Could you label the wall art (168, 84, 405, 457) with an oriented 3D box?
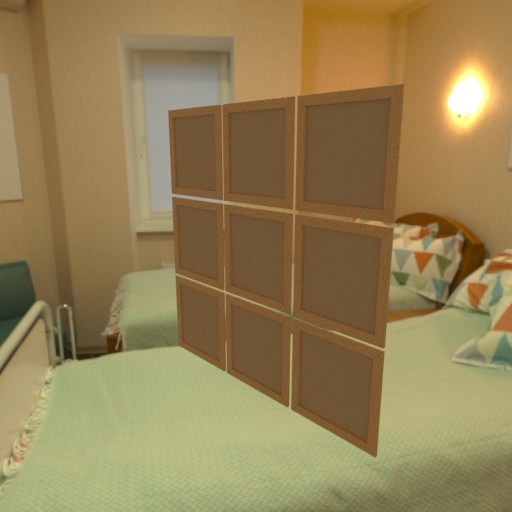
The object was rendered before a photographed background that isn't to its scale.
[{"bbox_3d":[0.000,0.000,2.269,0.014,1.507,1.519,-12,18,-41],"label":"wall art"}]
